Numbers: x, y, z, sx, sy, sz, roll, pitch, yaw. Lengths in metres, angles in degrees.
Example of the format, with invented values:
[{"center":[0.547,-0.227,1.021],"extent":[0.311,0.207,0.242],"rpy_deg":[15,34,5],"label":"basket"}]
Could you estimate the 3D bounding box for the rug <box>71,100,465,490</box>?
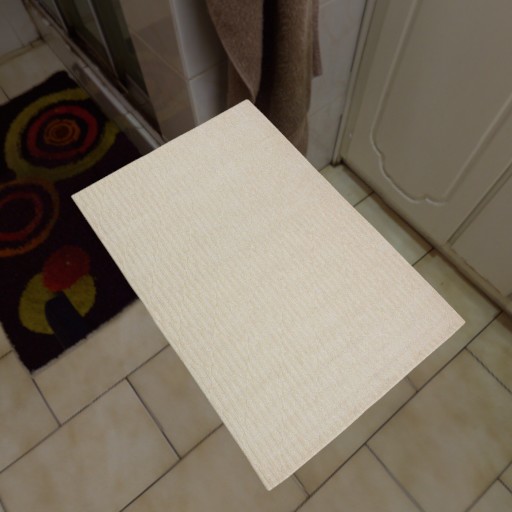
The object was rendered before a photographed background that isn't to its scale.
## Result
[{"center":[0.000,0.000,2.346],"extent":[1.238,0.014,1.848],"rpy_deg":[-34,69,-15],"label":"rug"}]
